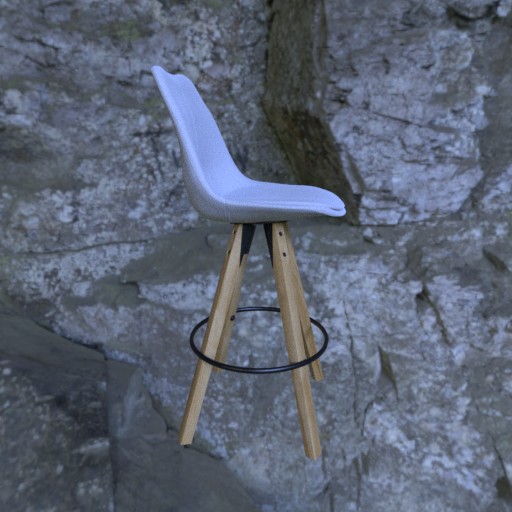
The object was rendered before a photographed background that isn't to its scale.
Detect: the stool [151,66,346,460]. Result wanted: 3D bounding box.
[{"bbox_3d":[0.000,0.000,1.422,0.550,1.115,0.484,3,16,9],"label":"stool"}]
